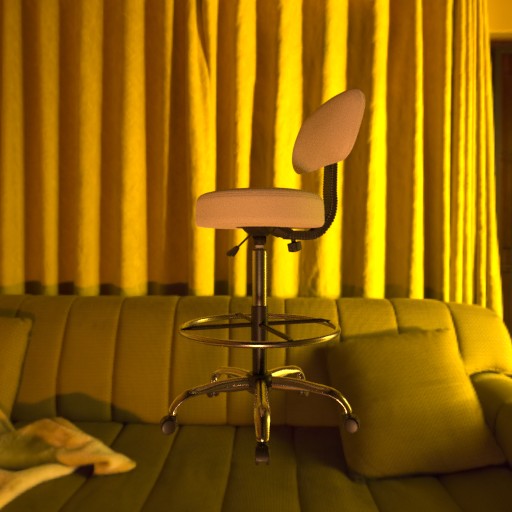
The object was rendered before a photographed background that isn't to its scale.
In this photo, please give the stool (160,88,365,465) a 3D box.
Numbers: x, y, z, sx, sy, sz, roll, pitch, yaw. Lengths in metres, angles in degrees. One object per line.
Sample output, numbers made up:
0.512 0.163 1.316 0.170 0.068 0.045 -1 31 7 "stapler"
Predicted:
0.000 0.000 1.436 0.616 1.080 0.609 0 1 -19 "stool"
